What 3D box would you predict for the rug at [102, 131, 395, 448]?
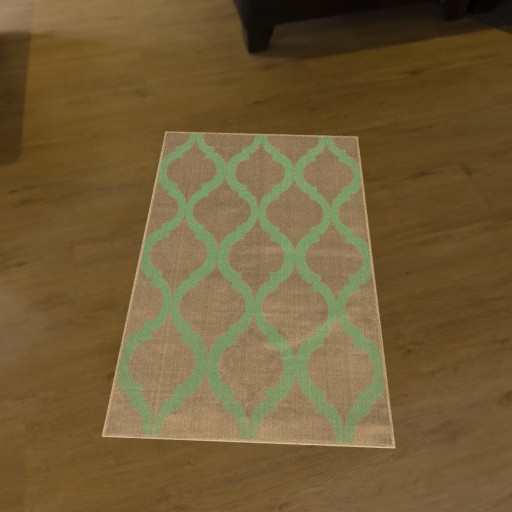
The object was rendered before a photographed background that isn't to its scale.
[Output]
[{"bbox_3d":[0.000,0.000,2.909,1.524,0.006,2.286,2,58,1],"label":"rug"}]
